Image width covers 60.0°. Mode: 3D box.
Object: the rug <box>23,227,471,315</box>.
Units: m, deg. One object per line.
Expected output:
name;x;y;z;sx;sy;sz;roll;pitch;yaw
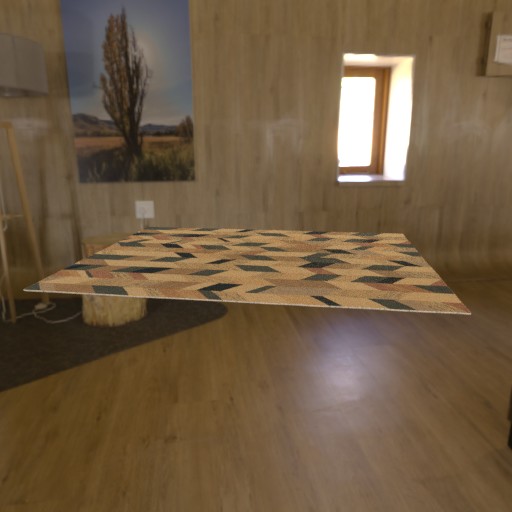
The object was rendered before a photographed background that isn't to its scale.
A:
rug;0.000;0.000;4.147;3.072;0.011;2.451;2;15;8
